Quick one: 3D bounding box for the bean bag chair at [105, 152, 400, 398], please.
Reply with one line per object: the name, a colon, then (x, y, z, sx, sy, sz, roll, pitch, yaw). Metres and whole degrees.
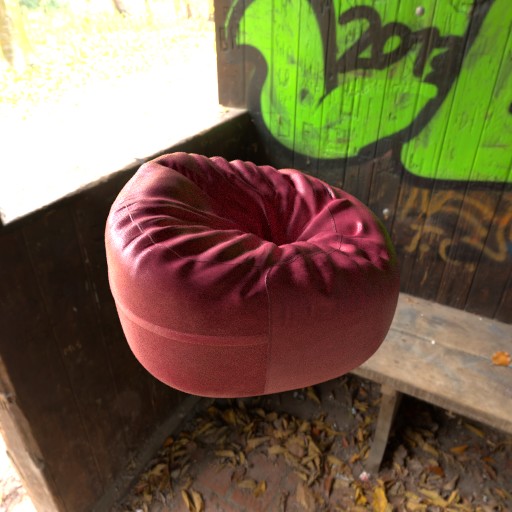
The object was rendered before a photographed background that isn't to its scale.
bean bag chair: (0.000, 0.000, 2.432, 1.524, 0.878, 1.524, 0, 33, 0)
